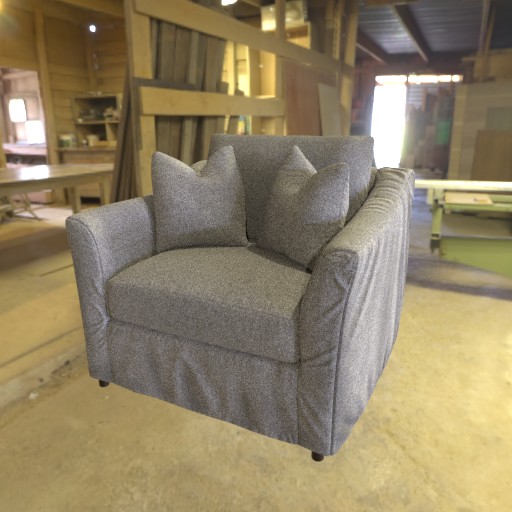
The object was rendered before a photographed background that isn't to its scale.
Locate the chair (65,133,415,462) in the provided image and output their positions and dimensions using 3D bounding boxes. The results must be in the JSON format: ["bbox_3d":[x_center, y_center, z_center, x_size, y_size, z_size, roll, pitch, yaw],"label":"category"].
[{"bbox_3d":[0.000,0.000,2.003,1.194,1.059,1.071,8,18,26],"label":"chair"}]
